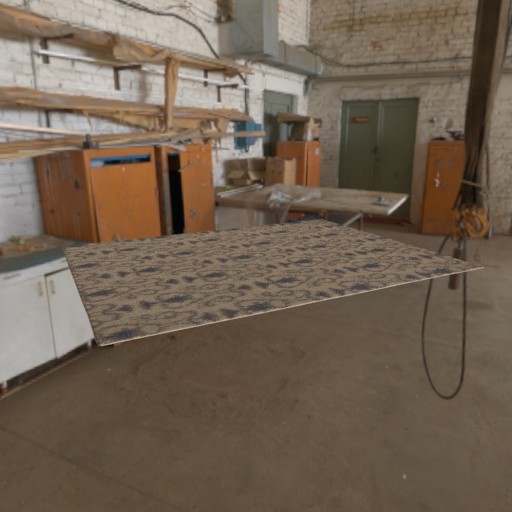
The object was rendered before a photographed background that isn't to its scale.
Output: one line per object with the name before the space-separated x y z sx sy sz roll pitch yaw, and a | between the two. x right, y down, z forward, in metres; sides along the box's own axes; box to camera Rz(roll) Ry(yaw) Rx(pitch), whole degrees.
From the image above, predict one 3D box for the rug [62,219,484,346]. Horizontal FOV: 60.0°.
rug | 0.000 0.000 4.177 3.205 0.015 2.437 -8 18 -26
